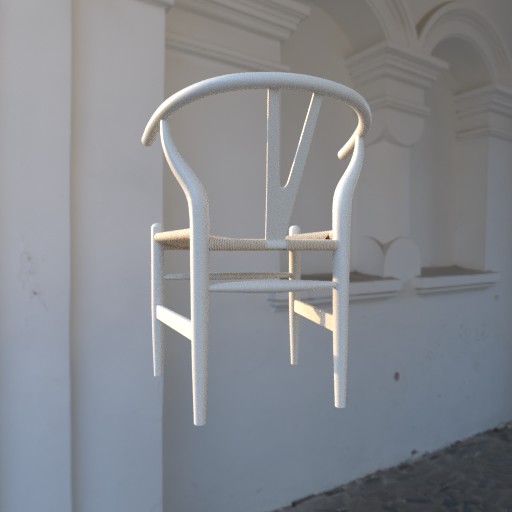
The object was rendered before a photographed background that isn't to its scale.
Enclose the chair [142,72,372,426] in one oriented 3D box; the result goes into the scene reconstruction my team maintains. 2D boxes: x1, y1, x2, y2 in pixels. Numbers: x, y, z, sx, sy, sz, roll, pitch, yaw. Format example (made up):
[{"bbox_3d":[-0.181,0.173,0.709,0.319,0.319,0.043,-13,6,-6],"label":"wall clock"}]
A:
[{"bbox_3d":[0.000,0.000,1.148,0.569,0.730,0.579,0,1,-18],"label":"chair"}]
